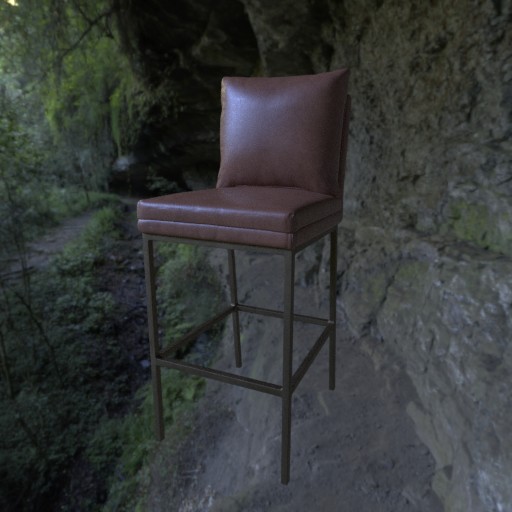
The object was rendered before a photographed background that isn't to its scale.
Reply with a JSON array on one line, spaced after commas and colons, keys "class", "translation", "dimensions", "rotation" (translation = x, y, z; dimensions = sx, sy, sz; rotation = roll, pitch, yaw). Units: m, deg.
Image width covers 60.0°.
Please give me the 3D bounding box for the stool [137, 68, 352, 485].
[{"class": "stool", "translation": [0.000, 0.000, 1.401], "dimensions": [0.463, 1.124, 0.571], "rotation": [7, 16, 24]}]
